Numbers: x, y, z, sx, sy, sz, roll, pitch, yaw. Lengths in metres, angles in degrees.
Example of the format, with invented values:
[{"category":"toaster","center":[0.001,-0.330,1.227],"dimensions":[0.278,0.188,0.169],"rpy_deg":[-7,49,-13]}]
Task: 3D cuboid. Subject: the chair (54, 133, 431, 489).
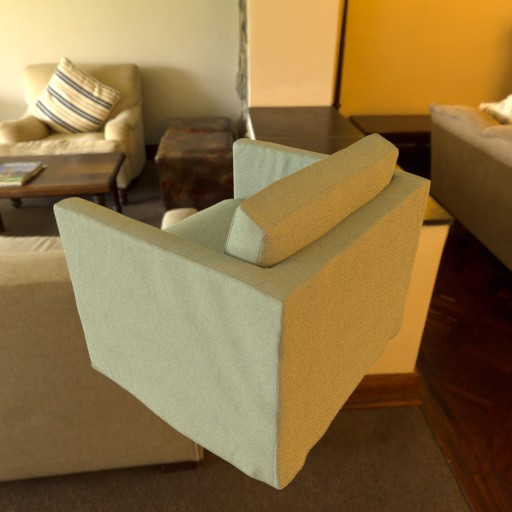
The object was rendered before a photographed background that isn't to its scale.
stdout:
[{"category":"chair","center":[0.000,0.000,1.702],"dimensions":[0.949,0.863,1.057],"rpy_deg":[20,36,31]}]
